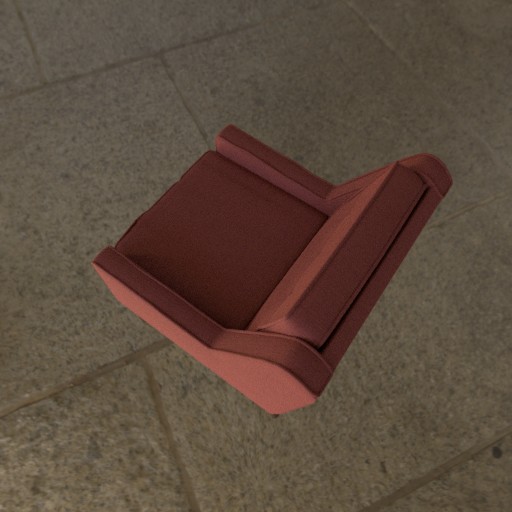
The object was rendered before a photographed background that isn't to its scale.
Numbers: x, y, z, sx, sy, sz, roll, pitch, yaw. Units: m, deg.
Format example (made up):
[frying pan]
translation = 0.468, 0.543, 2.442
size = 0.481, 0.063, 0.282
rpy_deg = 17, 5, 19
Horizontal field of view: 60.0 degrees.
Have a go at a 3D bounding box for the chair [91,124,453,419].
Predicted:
[chair]
translation = 0.000, 0.000, 1.391
size = 0.770, 0.812, 0.680
rpy_deg = 32, 67, 16
